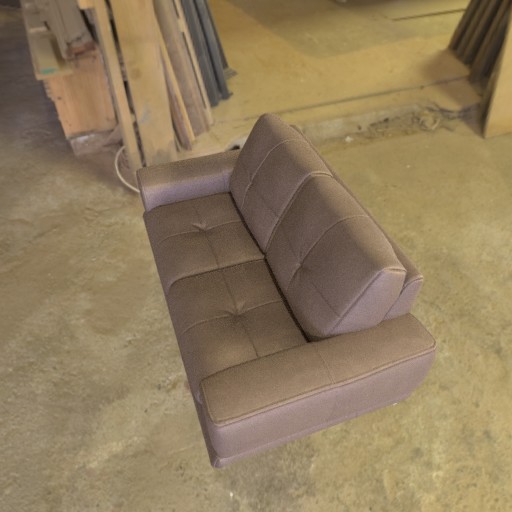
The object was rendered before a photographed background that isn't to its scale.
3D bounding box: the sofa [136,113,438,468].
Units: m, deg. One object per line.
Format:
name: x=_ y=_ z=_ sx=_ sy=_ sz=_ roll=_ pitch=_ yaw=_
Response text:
sofa: x=0.000 y=0.000 z=2.366 sx=1.018 sy=0.907 sz=1.806 roll=-14 pitch=47 yaw=-14
